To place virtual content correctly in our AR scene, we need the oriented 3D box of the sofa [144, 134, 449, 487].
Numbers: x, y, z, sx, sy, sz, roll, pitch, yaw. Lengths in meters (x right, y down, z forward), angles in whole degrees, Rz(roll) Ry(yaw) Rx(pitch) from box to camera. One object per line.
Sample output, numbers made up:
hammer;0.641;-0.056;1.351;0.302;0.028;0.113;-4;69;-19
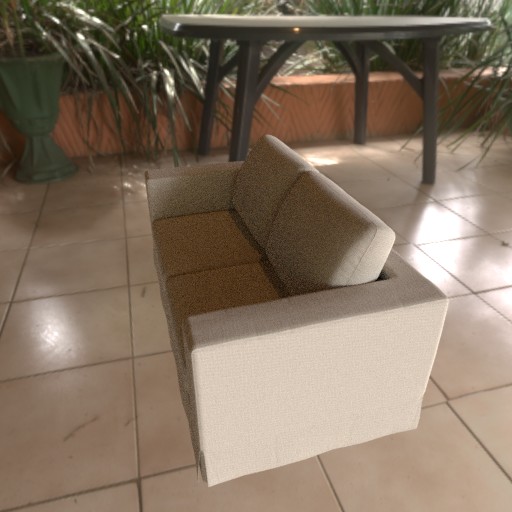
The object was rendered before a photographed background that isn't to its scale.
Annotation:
sofa;0.000;0.000;2.373;1.009;0.932;1.813;-9;31;-15
